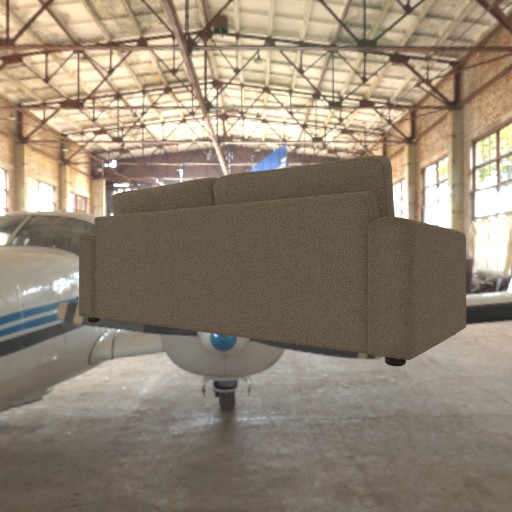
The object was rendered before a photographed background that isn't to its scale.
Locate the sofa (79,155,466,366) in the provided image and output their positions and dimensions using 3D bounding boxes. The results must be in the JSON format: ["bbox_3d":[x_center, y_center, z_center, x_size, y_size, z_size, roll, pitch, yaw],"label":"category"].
[{"bbox_3d":[0.000,0.000,2.694,2.179,0.873,1.016,0,-1,36],"label":"sofa"}]
